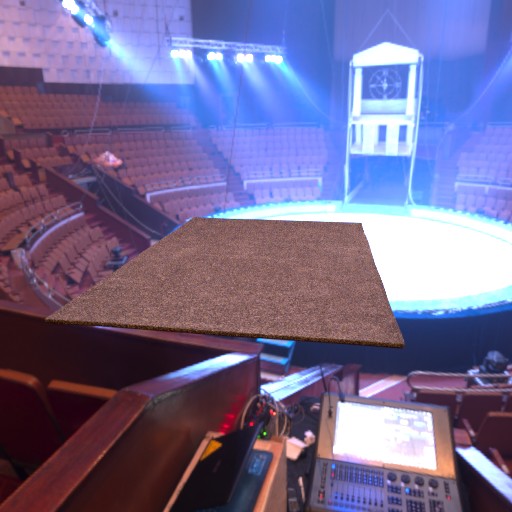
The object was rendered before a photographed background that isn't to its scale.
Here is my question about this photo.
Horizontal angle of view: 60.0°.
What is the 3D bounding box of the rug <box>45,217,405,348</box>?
[{"bbox_3d":[0.000,0.000,3.441,1.802,0.026,2.699,3,17,8],"label":"rug"}]
